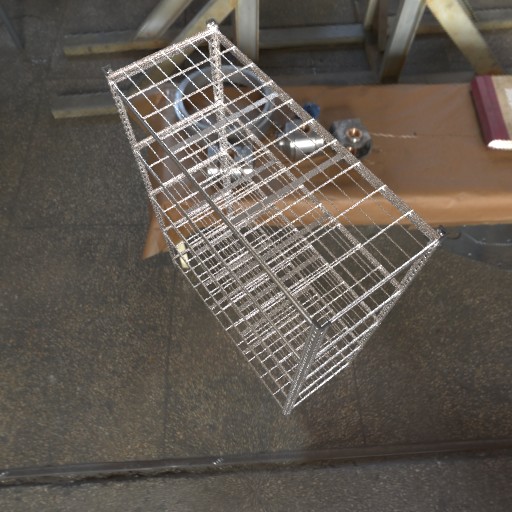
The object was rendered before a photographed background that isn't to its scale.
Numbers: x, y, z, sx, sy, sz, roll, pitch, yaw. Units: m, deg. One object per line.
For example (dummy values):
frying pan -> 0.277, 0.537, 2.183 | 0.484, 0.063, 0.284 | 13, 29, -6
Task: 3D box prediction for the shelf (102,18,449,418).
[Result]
shelf -> 0.000, 0.000, 2.666 | 0.610, 1.981, 1.524 | -33, 67, -16
